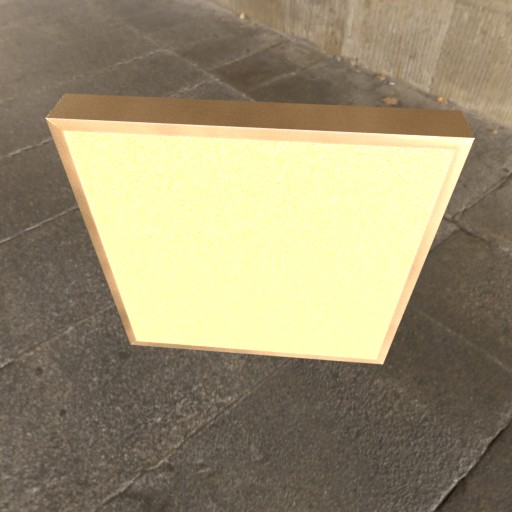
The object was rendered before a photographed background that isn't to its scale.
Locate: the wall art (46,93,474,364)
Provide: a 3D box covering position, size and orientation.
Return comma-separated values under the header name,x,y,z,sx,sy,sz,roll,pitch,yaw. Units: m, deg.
name,x,y,z,sx,sy,sz,roll,pitch,yaw
wall art,0.000,0.000,0.436,0.305,0.303,0.038,4,47,4
